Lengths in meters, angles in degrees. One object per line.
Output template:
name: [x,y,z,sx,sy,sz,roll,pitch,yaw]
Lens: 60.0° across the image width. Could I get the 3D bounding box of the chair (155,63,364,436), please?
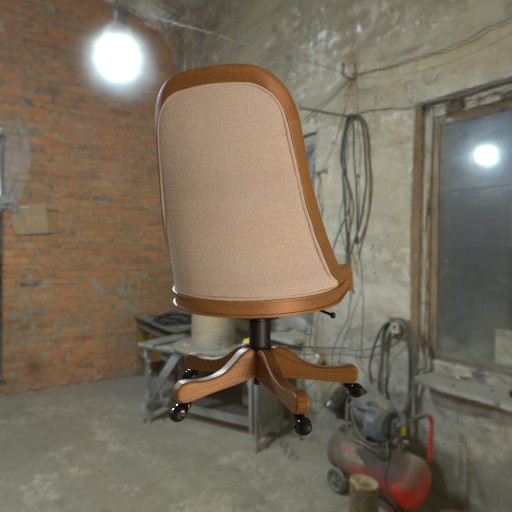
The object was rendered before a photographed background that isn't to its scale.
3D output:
chair: [0.000,0.000,1.536,0.702,1.009,0.811,0,1,19]
